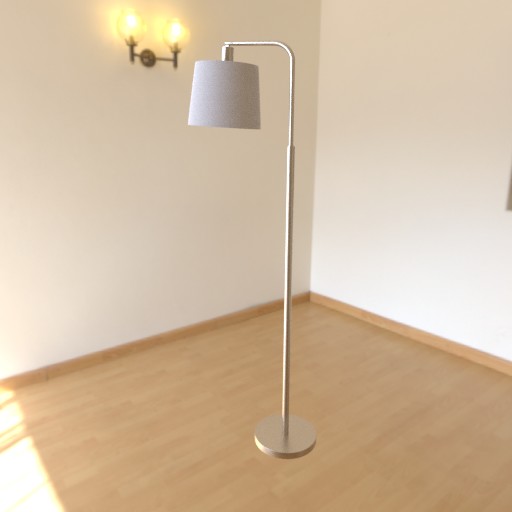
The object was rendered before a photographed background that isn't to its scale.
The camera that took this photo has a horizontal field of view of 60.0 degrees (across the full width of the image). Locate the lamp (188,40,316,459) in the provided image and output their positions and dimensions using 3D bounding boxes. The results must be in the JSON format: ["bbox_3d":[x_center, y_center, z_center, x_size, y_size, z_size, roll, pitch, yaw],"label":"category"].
[{"bbox_3d":[0.000,0.000,1.641,0.508,1.478,0.254,7,17,26],"label":"lamp"}]
